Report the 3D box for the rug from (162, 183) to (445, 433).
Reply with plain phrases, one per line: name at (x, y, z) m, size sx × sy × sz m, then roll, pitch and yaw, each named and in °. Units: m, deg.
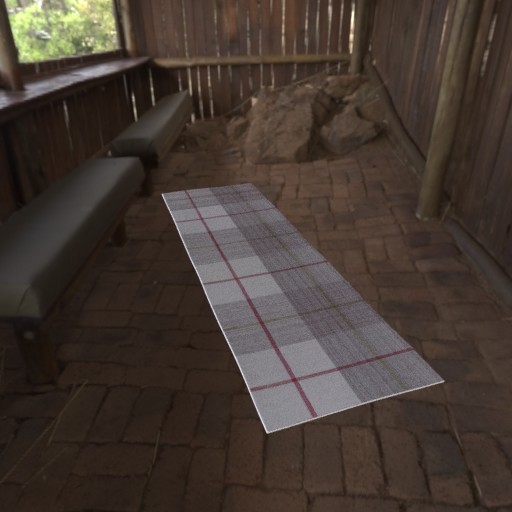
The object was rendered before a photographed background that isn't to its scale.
rug at (0.000, 0.000, 2.678) m, size 0.762 × 0.013 × 2.439 m, roll -10°, pitch 31°, yaw -17°
